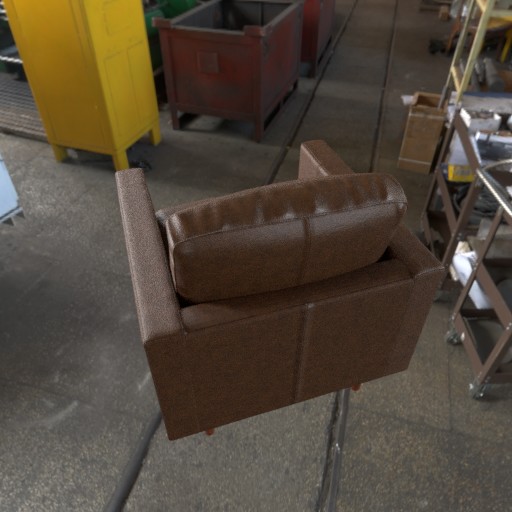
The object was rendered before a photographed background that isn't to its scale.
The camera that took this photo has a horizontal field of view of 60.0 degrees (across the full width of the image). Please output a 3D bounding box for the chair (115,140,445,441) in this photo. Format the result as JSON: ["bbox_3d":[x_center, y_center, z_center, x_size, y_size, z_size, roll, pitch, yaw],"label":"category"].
[{"bbox_3d":[0.000,0.000,1.663,0.890,0.956,0.909,-12,42,-14],"label":"chair"}]
